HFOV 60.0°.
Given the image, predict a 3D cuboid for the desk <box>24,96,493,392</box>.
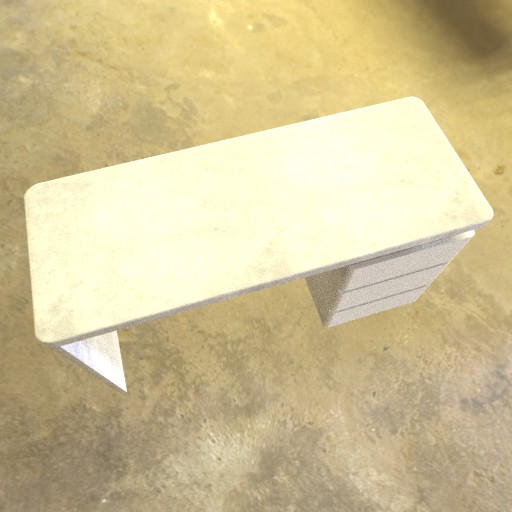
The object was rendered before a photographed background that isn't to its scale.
[{"bbox_3d":[0.000,0.000,1.732,1.400,0.755,0.550,-15,64,-8],"label":"desk"}]
